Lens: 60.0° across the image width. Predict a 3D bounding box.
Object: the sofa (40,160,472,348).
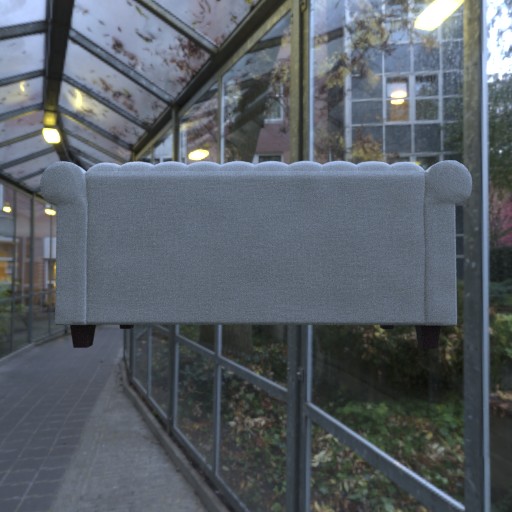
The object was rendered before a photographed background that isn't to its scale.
[{"bbox_3d":[0.000,0.000,2.207,1.798,0.797,0.783,0,-2,1],"label":"sofa"}]
